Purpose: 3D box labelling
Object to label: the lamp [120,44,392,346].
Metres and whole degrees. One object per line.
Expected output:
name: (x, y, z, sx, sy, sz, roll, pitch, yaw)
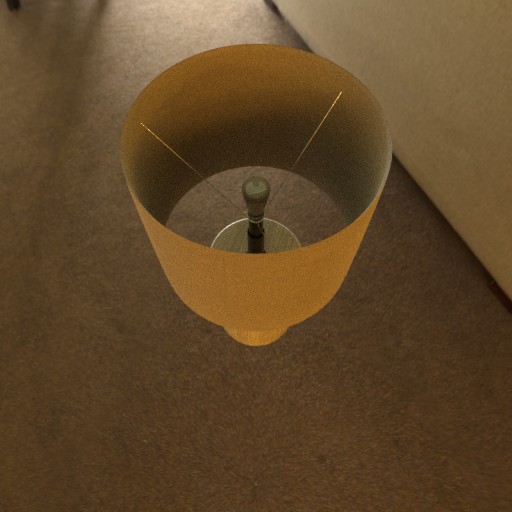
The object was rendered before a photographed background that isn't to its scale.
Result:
lamp: (0.000, 0.000, 0.568, 0.228, 0.444, 0.228, 16, 64, 8)
